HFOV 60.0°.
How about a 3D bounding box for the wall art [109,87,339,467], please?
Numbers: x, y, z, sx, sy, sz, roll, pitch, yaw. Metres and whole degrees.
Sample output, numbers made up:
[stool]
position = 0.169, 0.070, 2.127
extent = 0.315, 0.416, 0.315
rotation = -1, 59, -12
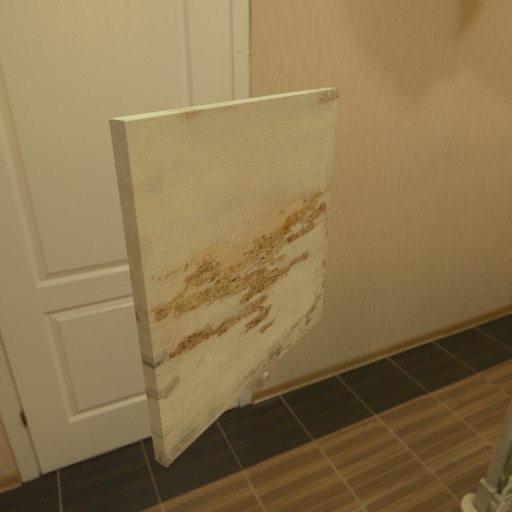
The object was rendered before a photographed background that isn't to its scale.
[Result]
[wall art]
position = 0.000, 0.000, 1.125
extent = 0.038, 0.755, 0.753
rotation = 17, 30, 31
